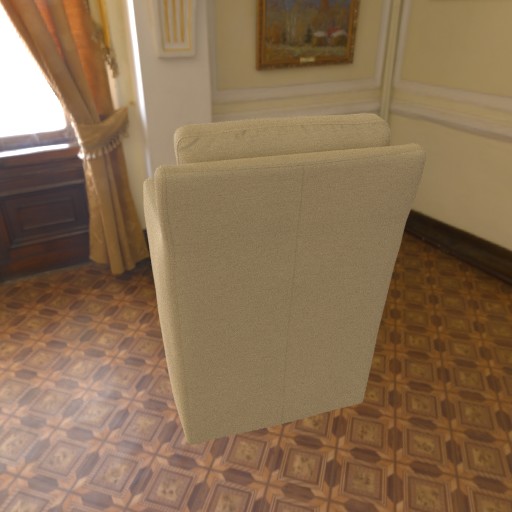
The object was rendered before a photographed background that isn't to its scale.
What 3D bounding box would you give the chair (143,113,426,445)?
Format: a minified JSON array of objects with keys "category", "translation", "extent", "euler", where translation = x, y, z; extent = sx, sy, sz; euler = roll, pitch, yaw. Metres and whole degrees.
[{"category":"chair","translation":[0.000,0.000,1.368],"extent":[0.626,0.914,0.694],"euler":[-8,30,-14]}]
